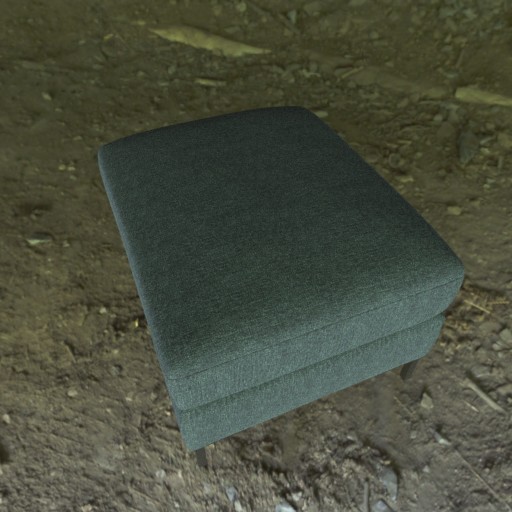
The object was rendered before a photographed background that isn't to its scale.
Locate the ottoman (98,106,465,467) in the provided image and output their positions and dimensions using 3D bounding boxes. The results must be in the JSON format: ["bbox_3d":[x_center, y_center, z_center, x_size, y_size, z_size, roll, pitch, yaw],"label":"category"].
[{"bbox_3d":[0.000,0.000,1.278,0.695,0.533,0.831,-17,48,-16],"label":"ottoman"}]
